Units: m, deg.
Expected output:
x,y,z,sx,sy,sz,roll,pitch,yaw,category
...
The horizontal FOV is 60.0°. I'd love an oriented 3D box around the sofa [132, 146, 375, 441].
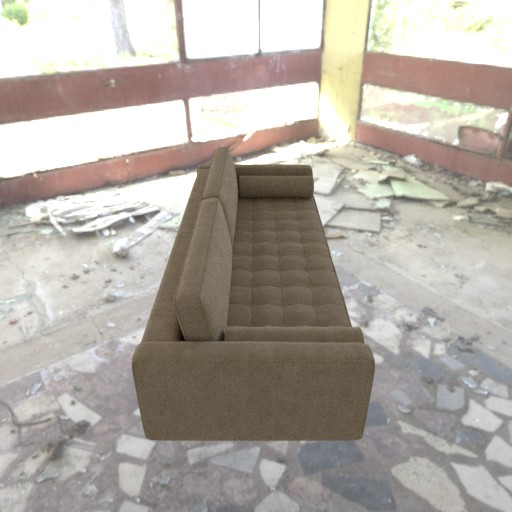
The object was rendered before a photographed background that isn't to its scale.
x,y,z,sx,sy,sz,roll,pitch,yaw,category
0.000,0.000,2.626,0.919,0.770,2.200,0,30,0,sofa
